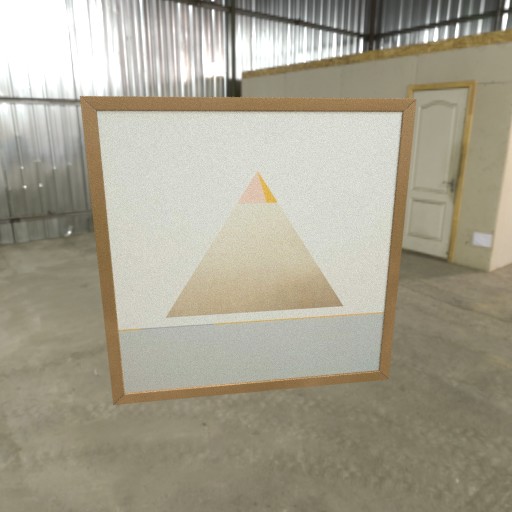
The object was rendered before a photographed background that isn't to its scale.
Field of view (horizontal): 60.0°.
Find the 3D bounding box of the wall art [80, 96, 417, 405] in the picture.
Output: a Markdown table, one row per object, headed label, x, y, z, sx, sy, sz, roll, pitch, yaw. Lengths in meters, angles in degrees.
| label | x | y | z | sx | sy | sz | roll | pitch | yaw |
| --- | --- | --- | --- | --- | --- | --- | --- | --- | --- |
| wall art | 0.000 | 0.000 | 0.760 | 0.513 | 0.511 | 0.038 | -3 | 17 | -9 |
